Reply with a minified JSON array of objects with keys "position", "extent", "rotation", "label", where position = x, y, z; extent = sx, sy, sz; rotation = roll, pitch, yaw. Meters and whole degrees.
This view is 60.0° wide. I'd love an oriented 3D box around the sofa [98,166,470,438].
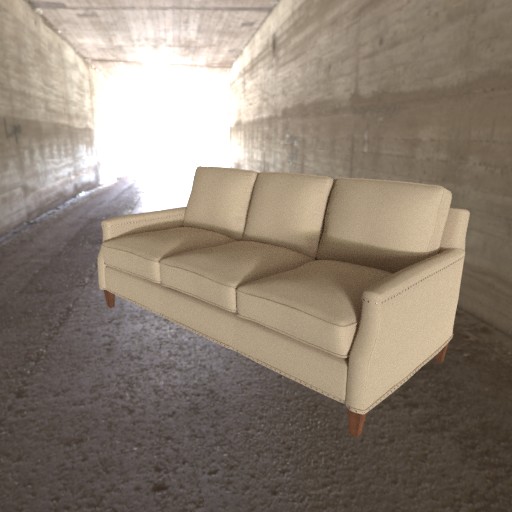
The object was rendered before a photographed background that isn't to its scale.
[{"position":[0.000,0.000,2.816],"extent":[2.246,1.003,1.084],"rotation":[14,21,42],"label":"sofa"}]
